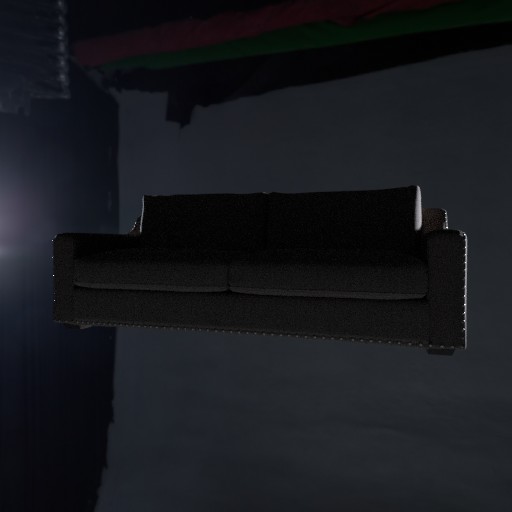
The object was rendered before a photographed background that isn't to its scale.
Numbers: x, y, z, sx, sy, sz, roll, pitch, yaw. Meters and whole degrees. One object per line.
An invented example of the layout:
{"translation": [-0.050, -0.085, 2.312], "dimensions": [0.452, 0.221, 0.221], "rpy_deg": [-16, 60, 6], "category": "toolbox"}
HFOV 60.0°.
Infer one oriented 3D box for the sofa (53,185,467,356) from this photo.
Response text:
{"translation": [0.000, 0.000, 2.681], "dimensions": [2.208, 0.857, 1.000], "rpy_deg": [1, 2, 18], "category": "sofa"}
